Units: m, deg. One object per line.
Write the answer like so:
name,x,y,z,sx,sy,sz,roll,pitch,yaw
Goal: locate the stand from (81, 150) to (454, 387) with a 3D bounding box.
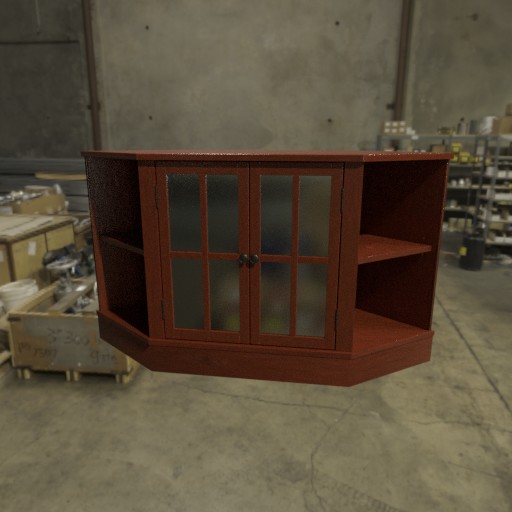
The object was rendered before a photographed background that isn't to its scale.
stand,0.000,0.000,1.340,1.072,0.614,0.381,2,15,8
